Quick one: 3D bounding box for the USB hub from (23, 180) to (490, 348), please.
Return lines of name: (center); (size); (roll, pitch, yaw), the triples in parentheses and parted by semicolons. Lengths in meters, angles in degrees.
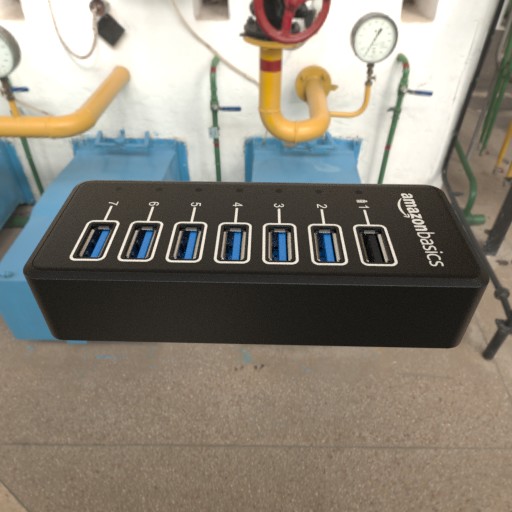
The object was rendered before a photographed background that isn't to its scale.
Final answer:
USB hub: (0.000, 0.000, 0.125); (0.110, 0.023, 0.044); (1, 41, 1)
